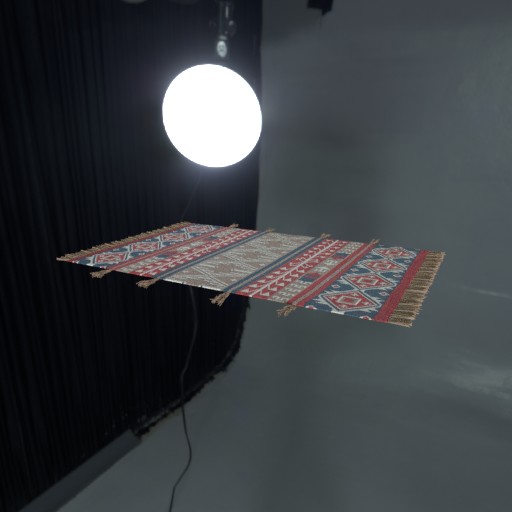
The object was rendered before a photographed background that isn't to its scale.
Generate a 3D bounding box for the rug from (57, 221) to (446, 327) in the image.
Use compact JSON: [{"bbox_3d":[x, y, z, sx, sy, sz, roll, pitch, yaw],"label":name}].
[{"bbox_3d":[0.000,0.000,2.675,2.025,0.040,1.469,8,18,27],"label":"rug"}]
